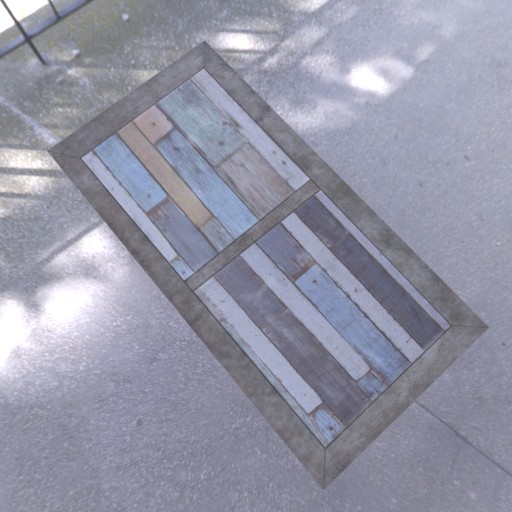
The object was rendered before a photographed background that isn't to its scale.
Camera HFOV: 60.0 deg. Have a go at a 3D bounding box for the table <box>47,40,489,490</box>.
[{"bbox_3d":[0.000,0.000,1.489,0.610,0.470,1.219,-40,78,-10],"label":"table"}]
